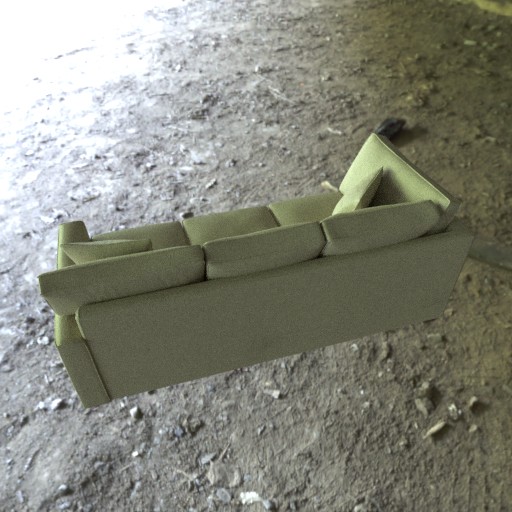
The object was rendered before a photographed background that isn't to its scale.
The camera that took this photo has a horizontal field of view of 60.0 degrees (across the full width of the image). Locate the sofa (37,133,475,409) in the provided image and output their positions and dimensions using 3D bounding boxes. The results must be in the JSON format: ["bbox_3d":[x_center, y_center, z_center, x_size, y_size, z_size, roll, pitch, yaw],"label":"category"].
[{"bbox_3d":[0.000,0.000,2.815,2.323,0.948,1.053,-11,42,-13],"label":"sofa"}]
